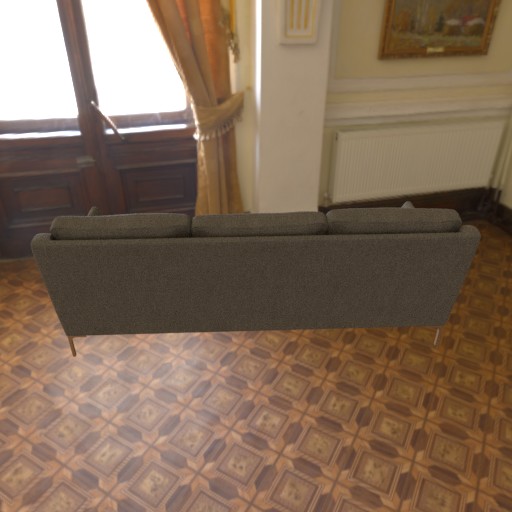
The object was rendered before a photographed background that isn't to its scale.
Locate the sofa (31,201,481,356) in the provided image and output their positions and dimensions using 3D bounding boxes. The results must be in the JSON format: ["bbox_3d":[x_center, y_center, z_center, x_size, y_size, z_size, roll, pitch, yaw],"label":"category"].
[{"bbox_3d":[0.000,0.000,2.513,2.060,0.837,0.849,-1,30,-2],"label":"sofa"}]
